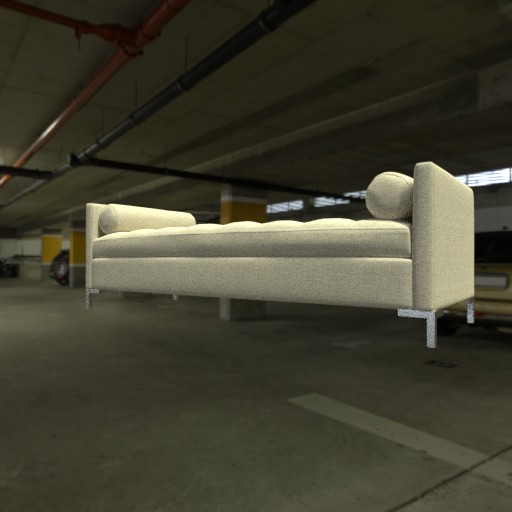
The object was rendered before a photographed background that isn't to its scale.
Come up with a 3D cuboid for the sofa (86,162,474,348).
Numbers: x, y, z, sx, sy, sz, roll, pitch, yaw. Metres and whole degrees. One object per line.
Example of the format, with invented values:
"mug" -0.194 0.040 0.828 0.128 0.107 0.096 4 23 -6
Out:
"sofa" 0.000 0.000 2.461 2.102 0.655 0.797 0 0 36
